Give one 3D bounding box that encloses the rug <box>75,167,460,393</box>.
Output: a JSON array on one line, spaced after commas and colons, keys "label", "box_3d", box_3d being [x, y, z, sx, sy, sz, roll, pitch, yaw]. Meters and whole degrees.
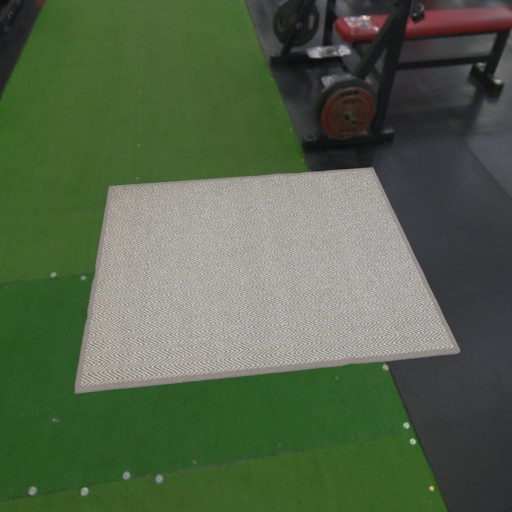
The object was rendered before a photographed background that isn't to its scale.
[{"label": "rug", "box_3d": [0.000, 0.000, 4.213, 3.007, 0.032, 2.434, -5, 48, -4]}]
